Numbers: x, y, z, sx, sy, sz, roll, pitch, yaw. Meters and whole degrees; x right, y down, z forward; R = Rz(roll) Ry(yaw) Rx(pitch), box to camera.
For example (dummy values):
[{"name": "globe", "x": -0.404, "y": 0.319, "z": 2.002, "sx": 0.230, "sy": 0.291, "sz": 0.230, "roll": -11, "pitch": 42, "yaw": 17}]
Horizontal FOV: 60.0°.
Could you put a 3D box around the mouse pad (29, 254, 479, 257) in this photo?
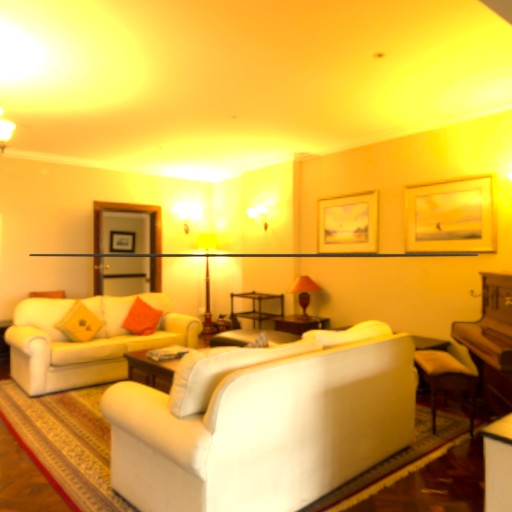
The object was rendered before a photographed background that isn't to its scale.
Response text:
[{"name": "mouse pad", "x": 0.000, "y": 0.000, "z": 0.621, "sx": 0.451, "sy": 0.002, "sz": 0.393, "roll": 0, "pitch": 0, "yaw": 2}]
